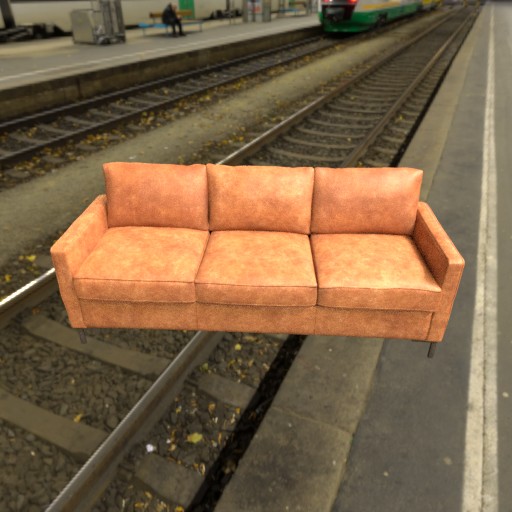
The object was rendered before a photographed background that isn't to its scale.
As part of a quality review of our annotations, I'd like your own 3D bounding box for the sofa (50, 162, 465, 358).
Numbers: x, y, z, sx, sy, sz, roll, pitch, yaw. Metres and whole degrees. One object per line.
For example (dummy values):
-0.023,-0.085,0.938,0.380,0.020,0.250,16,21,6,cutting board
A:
0.000,0.000,2.485,2.029,0.863,0.748,2,31,3,sofa
